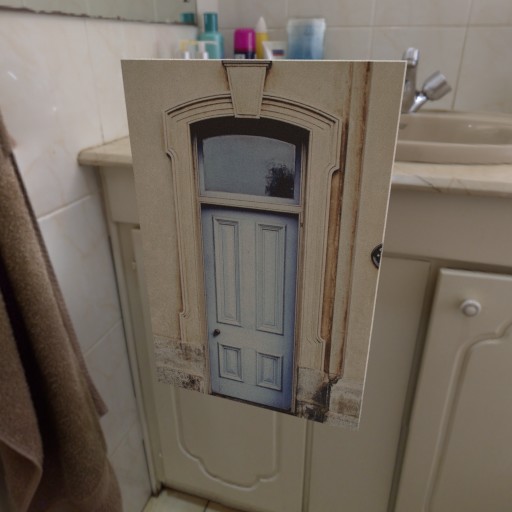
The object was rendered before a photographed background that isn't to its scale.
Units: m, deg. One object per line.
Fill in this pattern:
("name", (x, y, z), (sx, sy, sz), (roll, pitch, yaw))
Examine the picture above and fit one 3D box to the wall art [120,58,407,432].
("wall art", (0.000, 0.000, 0.471), (0.254, 0.381, 0.038), (8, 26, 17))
